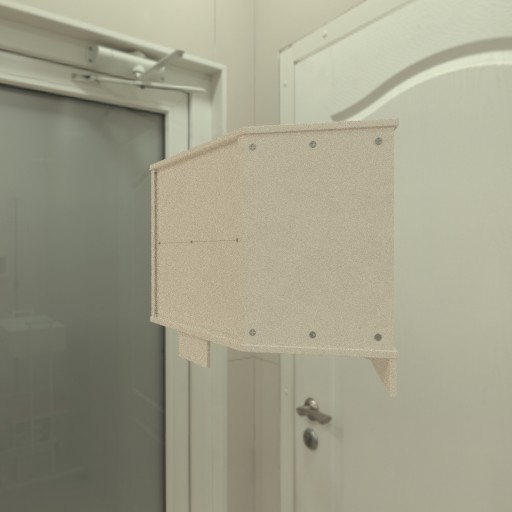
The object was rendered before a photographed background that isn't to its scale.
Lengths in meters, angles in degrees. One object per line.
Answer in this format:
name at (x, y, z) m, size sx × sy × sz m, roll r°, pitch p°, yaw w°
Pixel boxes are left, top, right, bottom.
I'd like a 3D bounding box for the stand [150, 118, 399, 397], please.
stand at (0.000, 0.000, 1.409) m, size 0.477 × 0.614 × 1.072 m, roll 0°, pitch 1°, yaw -36°
